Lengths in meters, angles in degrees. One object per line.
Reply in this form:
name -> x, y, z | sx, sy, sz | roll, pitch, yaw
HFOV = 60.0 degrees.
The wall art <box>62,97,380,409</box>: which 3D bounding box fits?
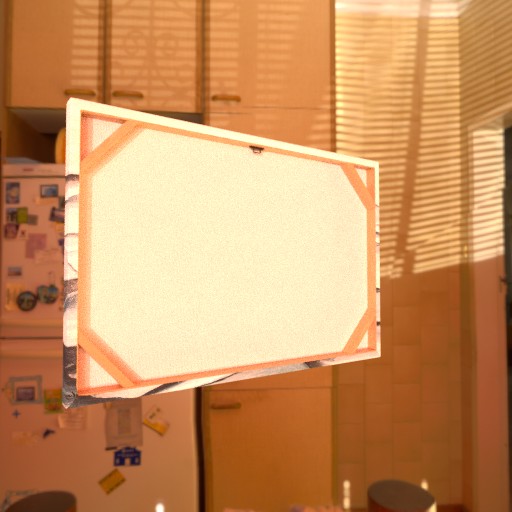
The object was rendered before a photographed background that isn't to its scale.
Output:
wall art -> 0.000, 0.000, 1.138 | 0.914, 0.609, 0.039 | 1, -2, -35
